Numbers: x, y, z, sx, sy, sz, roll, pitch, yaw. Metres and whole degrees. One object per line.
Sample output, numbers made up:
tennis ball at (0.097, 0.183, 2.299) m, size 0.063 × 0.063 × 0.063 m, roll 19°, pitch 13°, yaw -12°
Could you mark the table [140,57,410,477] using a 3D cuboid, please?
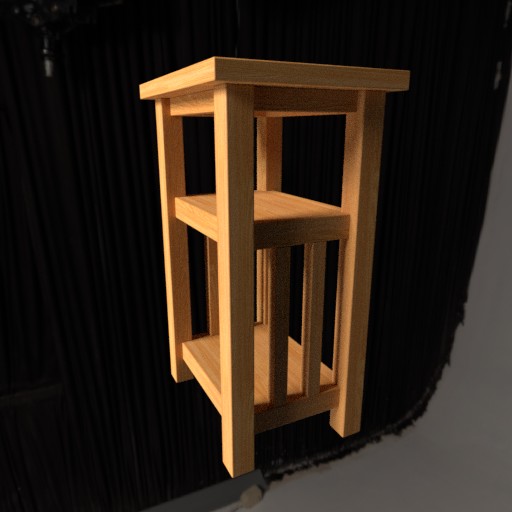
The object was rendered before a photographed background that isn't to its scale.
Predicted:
table at (0.000, 0.000, 0.738) m, size 0.270 × 0.550 × 0.350 m, roll -8°, pitch 18°, yaw -25°
